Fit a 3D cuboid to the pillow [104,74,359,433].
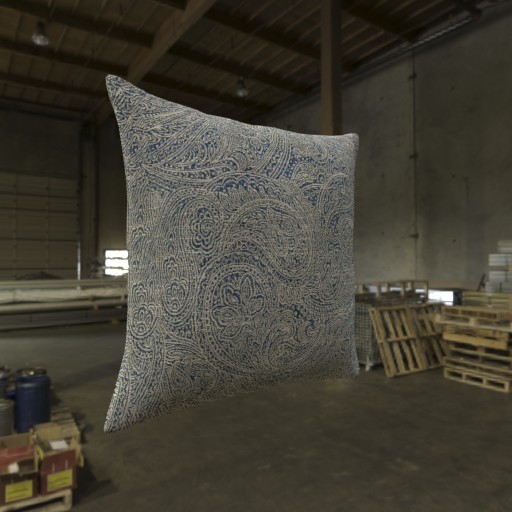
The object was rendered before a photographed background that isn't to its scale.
[{"bbox_3d":[0.000,0.000,0.777,0.523,0.510,0.166,1,-1,-35],"label":"pillow"}]
